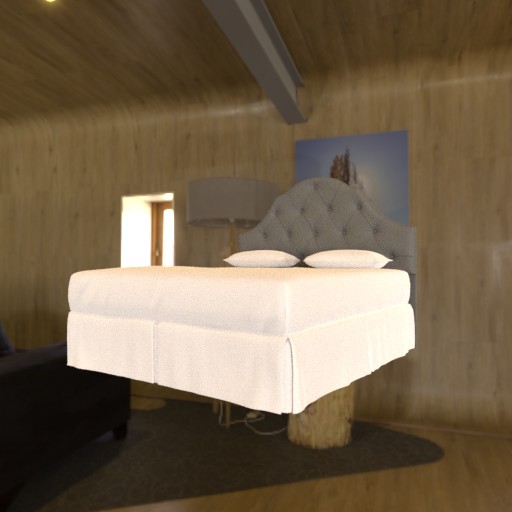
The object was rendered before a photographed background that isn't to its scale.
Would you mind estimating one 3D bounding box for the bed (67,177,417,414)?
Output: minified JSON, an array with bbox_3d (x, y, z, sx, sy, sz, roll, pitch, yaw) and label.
[{"bbox_3d":[0.000,0.000,3.608,2.008,1.615,2.214,-1,-1,35],"label":"bed"}]
